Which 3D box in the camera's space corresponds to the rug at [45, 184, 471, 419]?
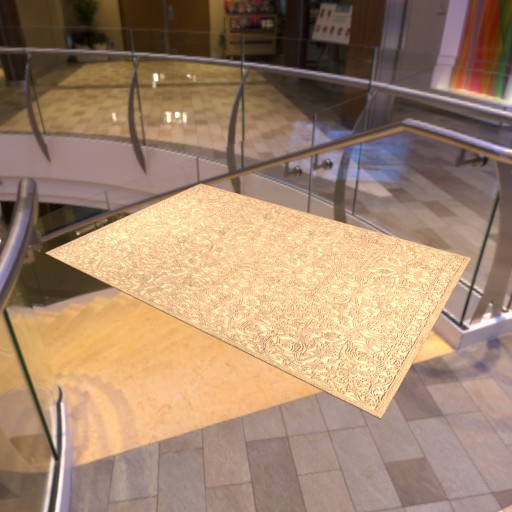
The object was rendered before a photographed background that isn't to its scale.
[{"bbox_3d":[0.000,0.000,2.286,1.827,0.006,1.221,20,35,30],"label":"rug"}]
